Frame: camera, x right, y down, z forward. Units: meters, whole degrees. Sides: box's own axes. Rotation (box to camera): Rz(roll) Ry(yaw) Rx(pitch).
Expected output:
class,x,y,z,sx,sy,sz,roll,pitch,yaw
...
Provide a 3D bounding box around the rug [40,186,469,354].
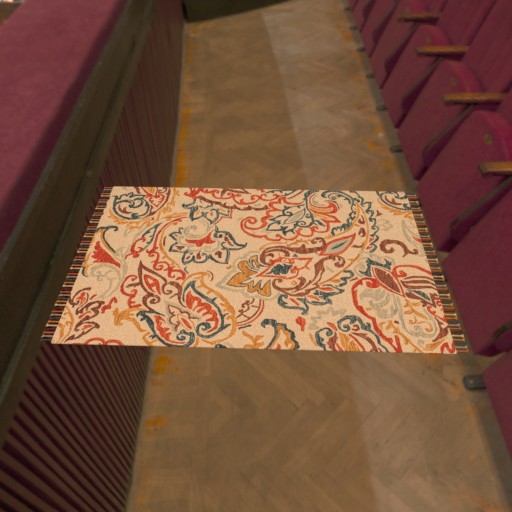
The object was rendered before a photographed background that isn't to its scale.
class,x,y,z,sx,sy,sz,roll,pitch,yaw
rug,0.000,0.000,3.177,2.584,0.010,1.523,1,47,1
